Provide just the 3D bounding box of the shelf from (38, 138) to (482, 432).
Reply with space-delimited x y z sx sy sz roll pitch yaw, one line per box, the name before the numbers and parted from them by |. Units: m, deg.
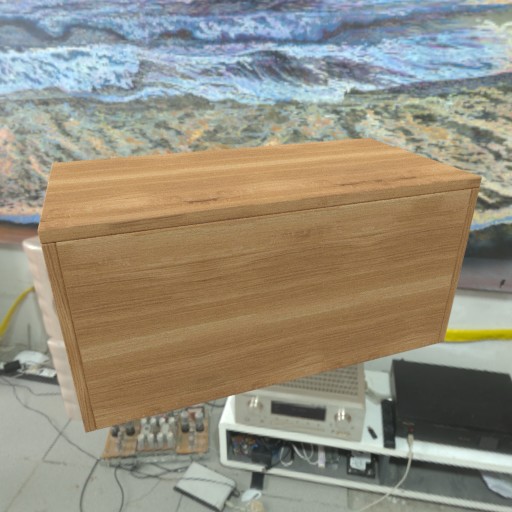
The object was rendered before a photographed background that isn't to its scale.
shelf | 0.000 0.000 1.005 0.800 0.400 0.400 -9 28 -18
